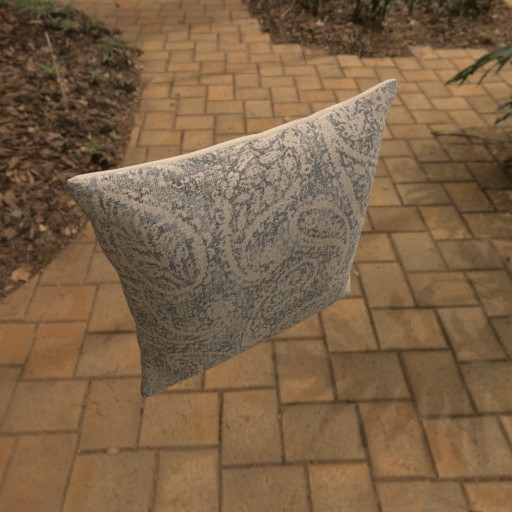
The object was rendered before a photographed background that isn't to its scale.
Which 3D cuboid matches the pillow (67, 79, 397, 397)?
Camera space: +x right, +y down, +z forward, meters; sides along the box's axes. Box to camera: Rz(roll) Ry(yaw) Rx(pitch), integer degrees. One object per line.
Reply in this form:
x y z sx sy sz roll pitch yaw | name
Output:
0.000 0.000 0.781 0.523 0.510 0.166 -24 50 -21 | pillow
